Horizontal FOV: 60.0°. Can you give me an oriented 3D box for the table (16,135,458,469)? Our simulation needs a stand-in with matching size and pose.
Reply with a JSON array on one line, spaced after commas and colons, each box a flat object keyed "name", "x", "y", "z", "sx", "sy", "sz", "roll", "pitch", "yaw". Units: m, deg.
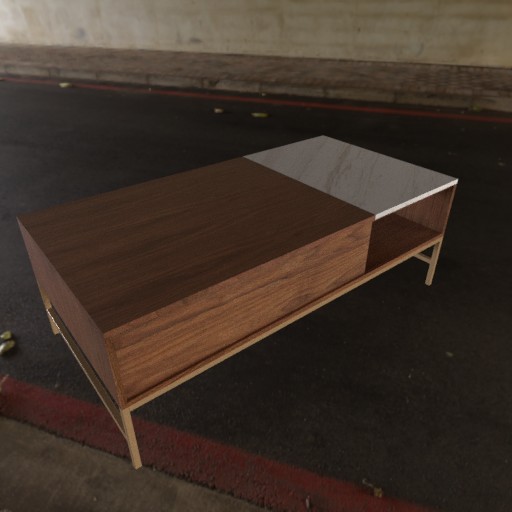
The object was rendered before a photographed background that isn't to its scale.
[{"name": "table", "x": 0.000, "y": 0.000, "z": 1.871, "sx": 1.553, "sy": 0.551, "sz": 0.789, "roll": -23, "pitch": 38, "yaw": -32}]
